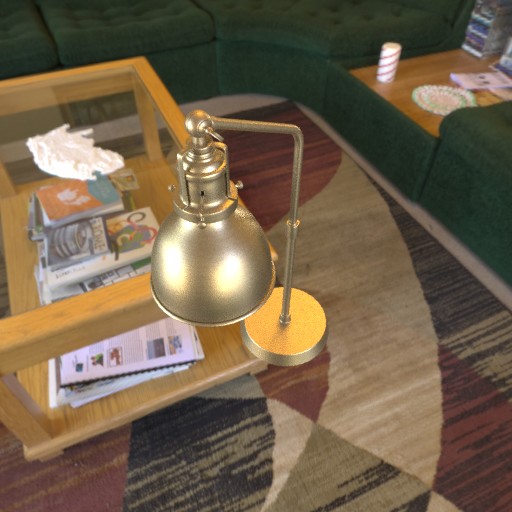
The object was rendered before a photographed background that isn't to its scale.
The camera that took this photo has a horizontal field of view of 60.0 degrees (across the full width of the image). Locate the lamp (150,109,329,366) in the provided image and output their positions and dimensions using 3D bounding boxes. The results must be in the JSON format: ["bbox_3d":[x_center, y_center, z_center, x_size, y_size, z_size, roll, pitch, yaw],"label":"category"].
[{"bbox_3d":[0.000,0.000,0.573,0.286,0.456,0.153,-33,55,-27],"label":"lamp"}]
